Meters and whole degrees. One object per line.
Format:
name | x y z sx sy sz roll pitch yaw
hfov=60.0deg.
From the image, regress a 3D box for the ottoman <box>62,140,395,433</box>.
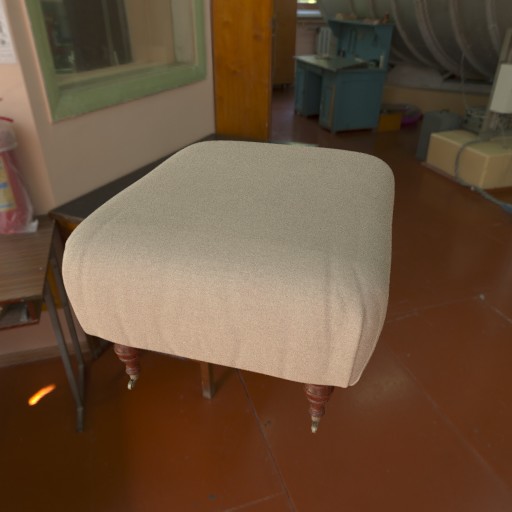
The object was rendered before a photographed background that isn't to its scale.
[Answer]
ottoman | 0.000 0.000 1.136 0.639 0.450 0.746 8 31 14
